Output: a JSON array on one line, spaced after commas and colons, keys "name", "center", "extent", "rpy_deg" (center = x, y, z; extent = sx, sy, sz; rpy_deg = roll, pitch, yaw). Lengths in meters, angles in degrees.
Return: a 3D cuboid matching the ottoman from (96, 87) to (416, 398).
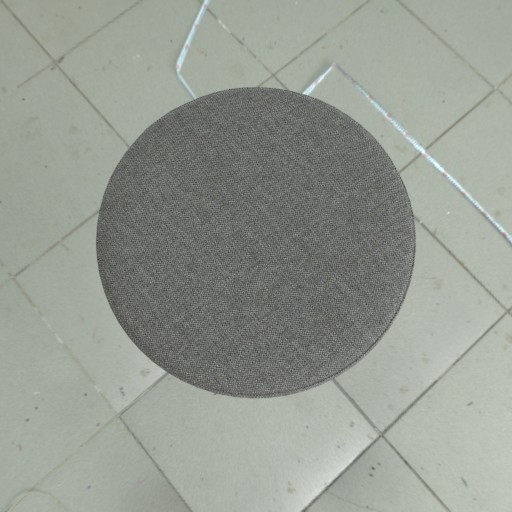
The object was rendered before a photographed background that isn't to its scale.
[{"name": "ottoman", "center": [0.000, 0.000, 0.894], "extent": [0.520, 0.430, 0.520], "rpy_deg": [0, 77, 0]}]
